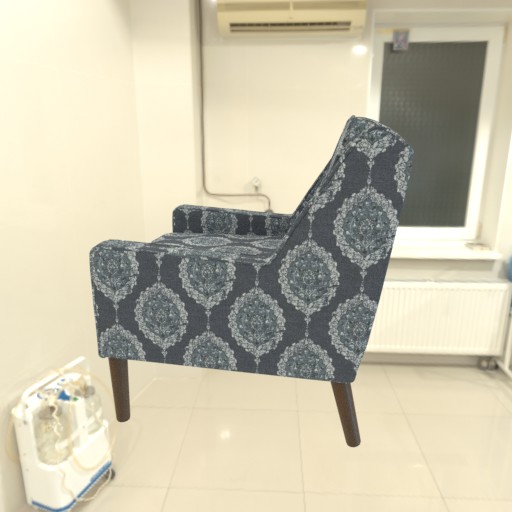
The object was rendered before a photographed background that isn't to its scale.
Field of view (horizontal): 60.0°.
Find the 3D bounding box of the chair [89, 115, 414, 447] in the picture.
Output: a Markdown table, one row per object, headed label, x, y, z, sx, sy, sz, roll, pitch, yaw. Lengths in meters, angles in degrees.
| label | x | y | z | sx | sy | sz | roll | pitch | yaw |
| --- | --- | --- | --- | --- | --- | --- | --- | --- | --- |
| chair | 0.000 | 0.000 | 1.324 | 0.743 | 0.792 | 0.663 | 3 | 16 | 9 |
